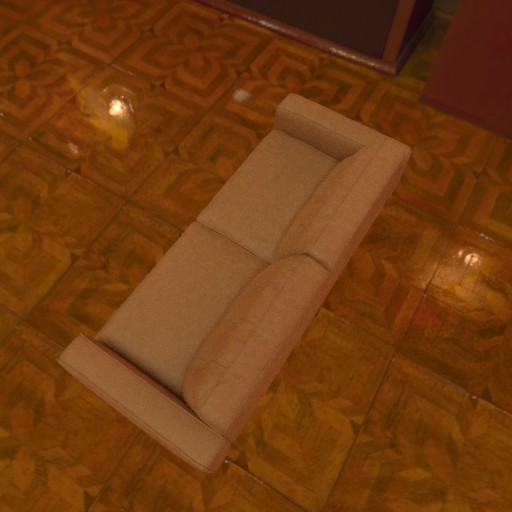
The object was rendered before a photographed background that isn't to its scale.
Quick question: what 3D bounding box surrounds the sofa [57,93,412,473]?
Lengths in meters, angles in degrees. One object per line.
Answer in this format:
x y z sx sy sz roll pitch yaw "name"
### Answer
0.000 0.000 2.685 0.953 0.780 2.270 30 67 15 "sofa"
